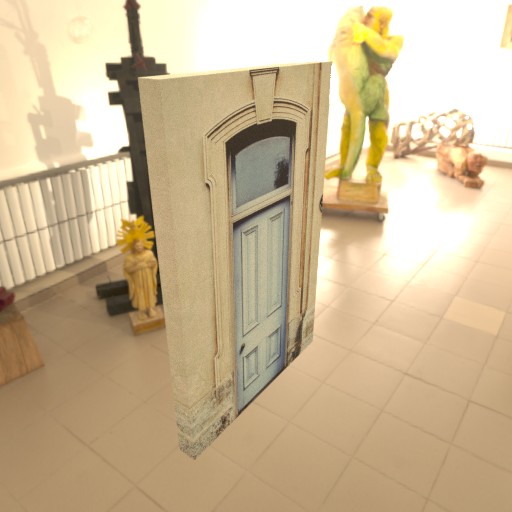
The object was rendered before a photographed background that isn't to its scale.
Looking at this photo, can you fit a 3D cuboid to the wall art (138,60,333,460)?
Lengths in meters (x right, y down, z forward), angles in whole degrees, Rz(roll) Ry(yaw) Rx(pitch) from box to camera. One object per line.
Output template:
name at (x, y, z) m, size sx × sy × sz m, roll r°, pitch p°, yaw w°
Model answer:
wall art at (0.000, 0.000, 0.774) m, size 0.036 × 0.607 × 0.403 m, roll 18°, pitch 32°, yaw 32°
